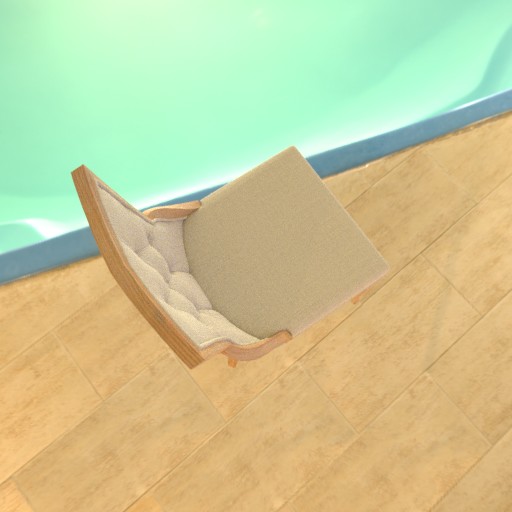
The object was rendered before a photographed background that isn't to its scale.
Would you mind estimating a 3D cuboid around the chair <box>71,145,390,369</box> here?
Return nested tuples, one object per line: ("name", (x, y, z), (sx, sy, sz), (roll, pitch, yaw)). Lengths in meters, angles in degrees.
("chair", (0.000, 0.000, 1.314), (0.641, 0.947, 0.524), (-33, 76, -9))
